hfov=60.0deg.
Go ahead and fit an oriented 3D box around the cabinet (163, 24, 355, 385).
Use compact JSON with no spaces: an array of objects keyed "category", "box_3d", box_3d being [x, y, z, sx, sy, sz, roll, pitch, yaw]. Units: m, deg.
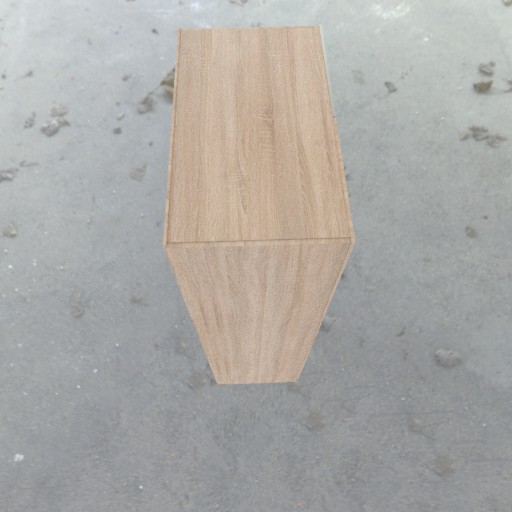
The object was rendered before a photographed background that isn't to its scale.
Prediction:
[{"category":"cabinet","box_3d":[0.000,0.000,2.497,0.590,2.121,1.001,-2,63,-1]}]
